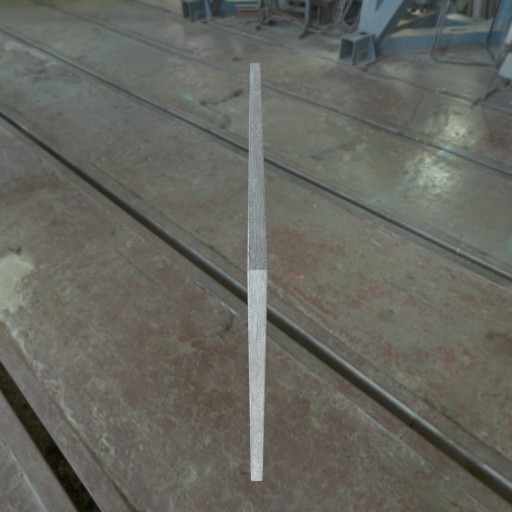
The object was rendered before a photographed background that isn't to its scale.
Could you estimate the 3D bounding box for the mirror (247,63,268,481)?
[{"bbox_3d":[0.000,0.000,1.140,0.028,0.689,0.839,0,41,0],"label":"mirror"}]
